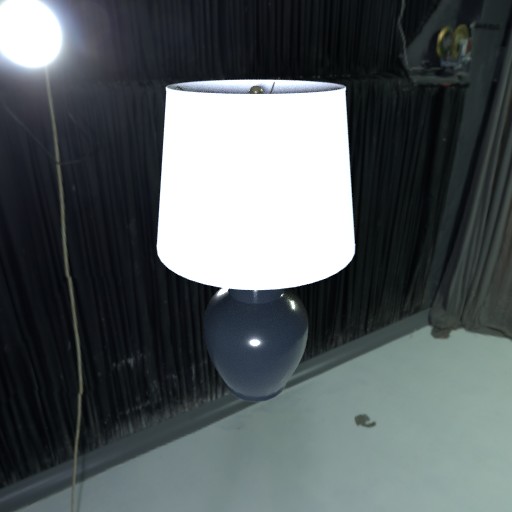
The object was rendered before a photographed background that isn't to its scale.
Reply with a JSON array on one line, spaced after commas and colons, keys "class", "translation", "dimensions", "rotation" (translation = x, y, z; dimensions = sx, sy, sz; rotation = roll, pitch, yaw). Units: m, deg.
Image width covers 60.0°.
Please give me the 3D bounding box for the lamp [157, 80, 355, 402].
[{"class": "lamp", "translation": [0.000, 0.000, 0.555], "dimensions": [0.239, 0.399, 0.239], "rotation": [0, 25, 0]}]
